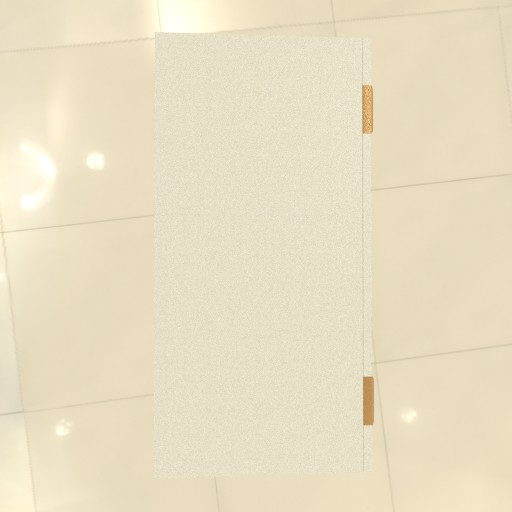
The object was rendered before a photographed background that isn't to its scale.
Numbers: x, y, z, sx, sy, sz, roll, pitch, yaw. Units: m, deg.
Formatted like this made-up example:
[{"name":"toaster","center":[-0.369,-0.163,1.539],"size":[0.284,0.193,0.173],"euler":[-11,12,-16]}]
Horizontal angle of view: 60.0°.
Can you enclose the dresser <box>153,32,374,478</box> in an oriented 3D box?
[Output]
[{"name":"dresser","center":[0.000,0.000,1.271],"size":[0.457,0.721,0.905],"euler":[0,89,-3]}]
